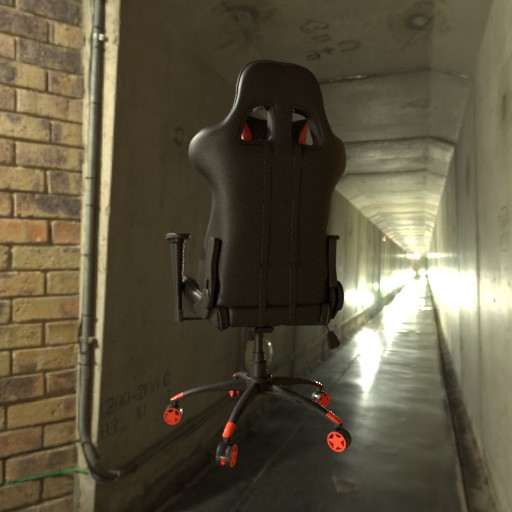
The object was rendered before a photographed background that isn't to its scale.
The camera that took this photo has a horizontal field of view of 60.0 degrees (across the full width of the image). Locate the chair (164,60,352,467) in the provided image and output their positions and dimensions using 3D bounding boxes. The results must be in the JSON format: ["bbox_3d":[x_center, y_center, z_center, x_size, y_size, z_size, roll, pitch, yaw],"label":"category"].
[{"bbox_3d":[0.000,0.000,1.721,0.695,1.282,0.730,0,0,-17],"label":"chair"}]
